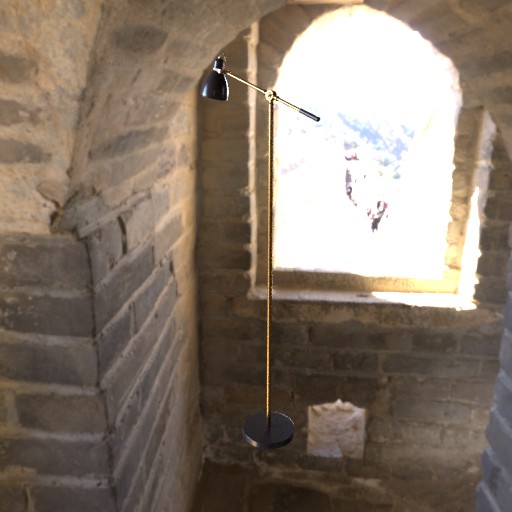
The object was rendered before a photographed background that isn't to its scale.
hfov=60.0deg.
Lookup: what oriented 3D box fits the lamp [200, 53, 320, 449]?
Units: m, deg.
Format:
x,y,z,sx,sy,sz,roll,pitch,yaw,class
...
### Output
x,y,z,sx,sy,sz,roll,pitch,yaw,class
0.000,0.000,1.871,0.235,1.628,0.618,-14,20,-43,lamp
